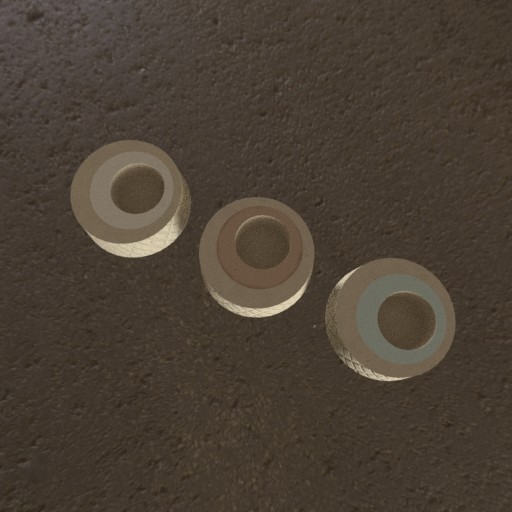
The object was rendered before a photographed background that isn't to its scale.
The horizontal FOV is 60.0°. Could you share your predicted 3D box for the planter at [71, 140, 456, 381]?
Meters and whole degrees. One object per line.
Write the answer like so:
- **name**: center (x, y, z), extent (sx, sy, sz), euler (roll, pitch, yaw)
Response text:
- **planter**: center (0.000, 0.000, 0.429), extent (0.390, 0.038, 0.114), euler (25, 77, 6)
